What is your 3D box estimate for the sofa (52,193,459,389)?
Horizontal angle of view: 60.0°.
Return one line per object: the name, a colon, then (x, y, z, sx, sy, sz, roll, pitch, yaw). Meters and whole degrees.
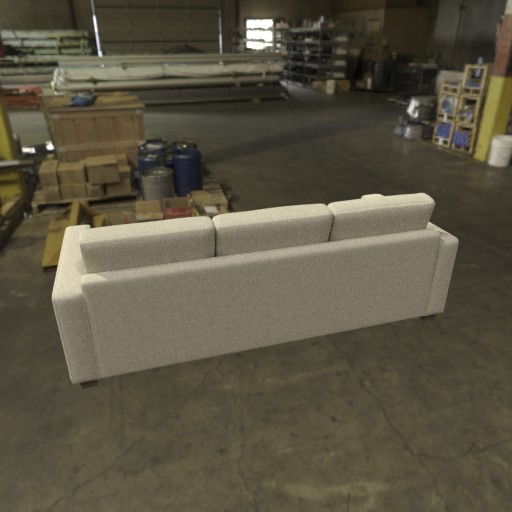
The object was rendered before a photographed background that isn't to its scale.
sofa: (0.000, 0.000, 2.670, 2.160, 0.800, 0.900, -8, 27, -15)
